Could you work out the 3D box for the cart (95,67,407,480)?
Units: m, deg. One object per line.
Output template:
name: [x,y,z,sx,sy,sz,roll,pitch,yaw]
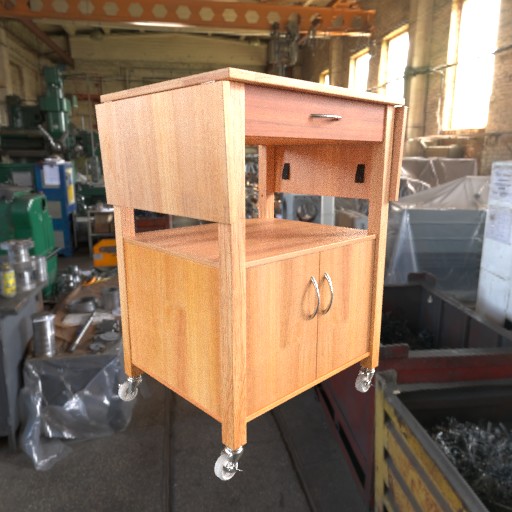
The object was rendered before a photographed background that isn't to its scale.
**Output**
cart: [0.000,0.000,1.233,0.640,0.838,0.508,-12,17,-42]
